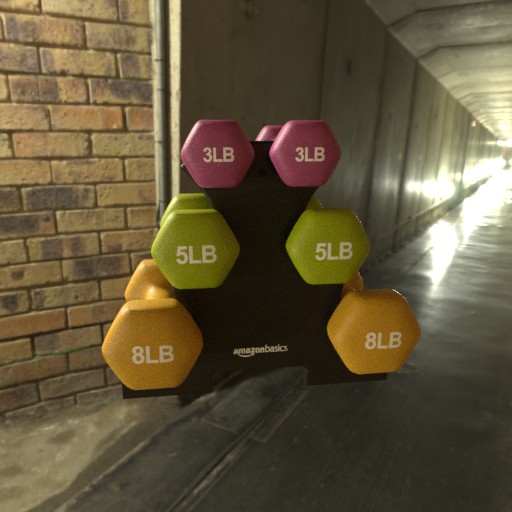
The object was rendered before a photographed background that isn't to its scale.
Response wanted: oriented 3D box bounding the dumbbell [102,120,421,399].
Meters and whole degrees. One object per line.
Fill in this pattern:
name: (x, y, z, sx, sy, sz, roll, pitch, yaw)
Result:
dumbbell: (0.000, 0.000, 0.472, 0.300, 0.271, 0.190, -2, 15, -7)
